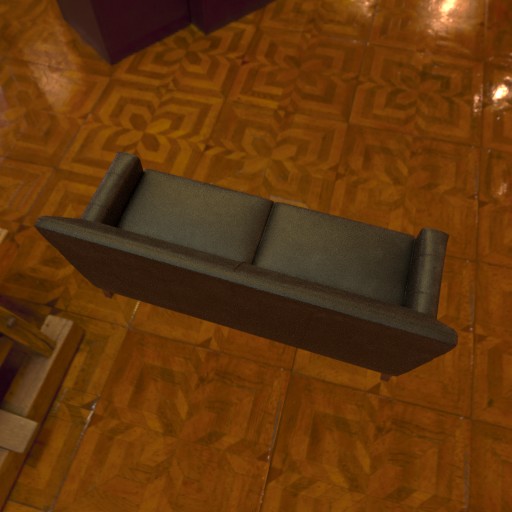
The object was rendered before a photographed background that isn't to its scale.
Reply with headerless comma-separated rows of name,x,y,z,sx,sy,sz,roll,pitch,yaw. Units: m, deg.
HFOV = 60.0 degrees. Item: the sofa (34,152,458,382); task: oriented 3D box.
sofa,0.000,0.000,2.598,2.053,0.947,0.805,15,63,8
